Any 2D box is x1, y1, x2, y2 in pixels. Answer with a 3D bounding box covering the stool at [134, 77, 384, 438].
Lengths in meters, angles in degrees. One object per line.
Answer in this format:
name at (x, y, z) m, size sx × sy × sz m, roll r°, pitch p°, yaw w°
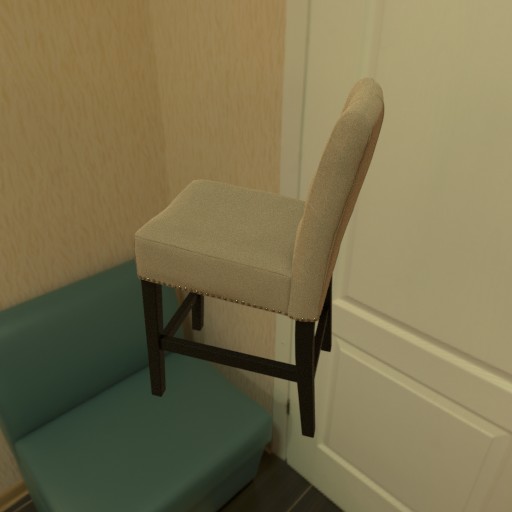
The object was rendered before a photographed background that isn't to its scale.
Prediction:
stool at (0.000, 0.000, 1.218) m, size 0.571 × 0.885 × 0.427 m, roll 8°, pitch 31°, yaw 13°
